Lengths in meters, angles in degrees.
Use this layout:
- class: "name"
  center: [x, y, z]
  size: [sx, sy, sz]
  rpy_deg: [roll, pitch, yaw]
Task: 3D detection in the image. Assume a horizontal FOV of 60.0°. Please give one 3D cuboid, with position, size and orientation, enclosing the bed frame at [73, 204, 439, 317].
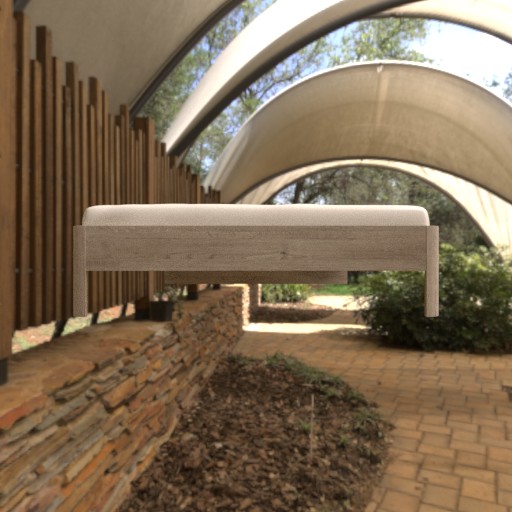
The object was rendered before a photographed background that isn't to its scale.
- class: "bed frame"
  center: [0.000, 0.000, 2.669]
  size: [1.490, 0.462, 1.950]
  rpy_deg: [0, 0, 0]
